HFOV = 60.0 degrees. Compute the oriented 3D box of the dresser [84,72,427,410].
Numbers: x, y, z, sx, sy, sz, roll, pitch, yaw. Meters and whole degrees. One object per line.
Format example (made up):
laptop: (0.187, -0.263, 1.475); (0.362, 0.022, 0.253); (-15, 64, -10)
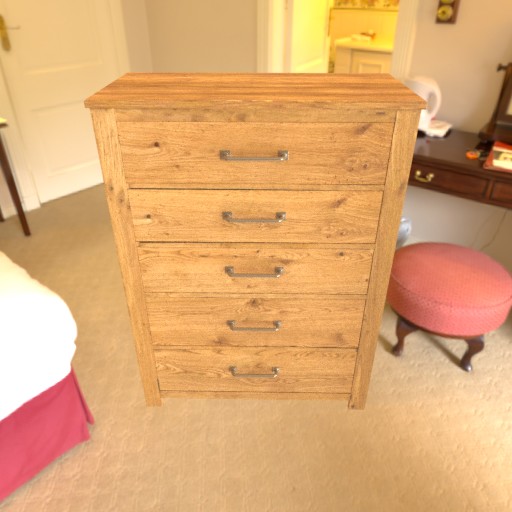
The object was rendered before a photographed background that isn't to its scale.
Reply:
dresser: (0.000, 0.000, 1.963); (1.081, 1.431, 0.558); (1, 32, 1)
